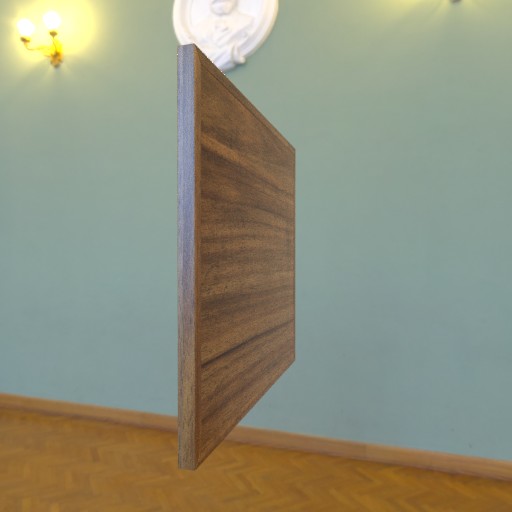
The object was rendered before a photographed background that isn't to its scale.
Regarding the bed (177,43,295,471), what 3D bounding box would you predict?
[{"bbox_3d":[0.000,0.000,1.476,0.043,0.940,1.041,0,1,17],"label":"bed"}]
